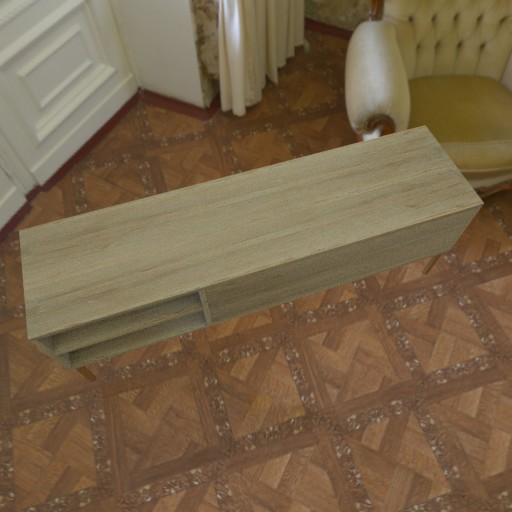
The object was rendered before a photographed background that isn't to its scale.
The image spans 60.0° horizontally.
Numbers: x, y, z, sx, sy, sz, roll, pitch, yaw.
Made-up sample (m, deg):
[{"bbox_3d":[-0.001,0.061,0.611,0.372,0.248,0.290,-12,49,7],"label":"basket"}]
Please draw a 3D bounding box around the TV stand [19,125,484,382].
[{"bbox_3d":[0.000,0.000,1.810,1.600,0.550,0.420,-16,61,-9],"label":"TV stand"}]
